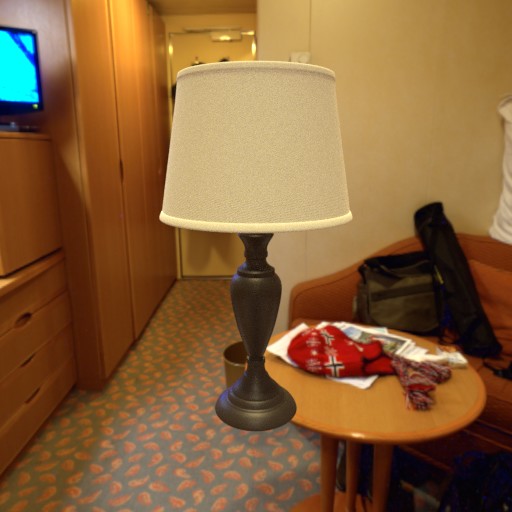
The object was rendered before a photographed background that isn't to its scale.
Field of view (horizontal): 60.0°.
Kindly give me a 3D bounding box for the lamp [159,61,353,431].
[{"bbox_3d":[0.000,0.000,0.803,0.335,0.611,0.335,0,13,0],"label":"lamp"}]
